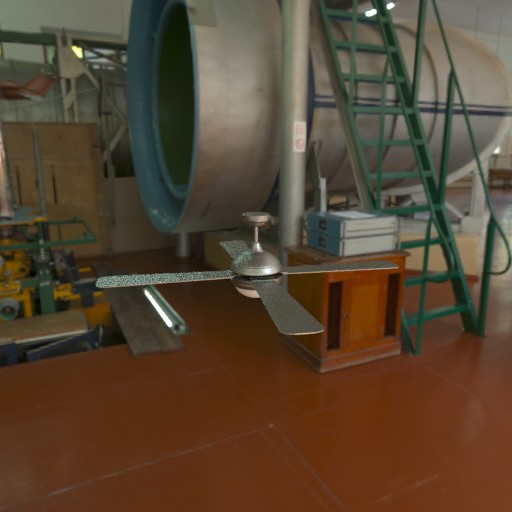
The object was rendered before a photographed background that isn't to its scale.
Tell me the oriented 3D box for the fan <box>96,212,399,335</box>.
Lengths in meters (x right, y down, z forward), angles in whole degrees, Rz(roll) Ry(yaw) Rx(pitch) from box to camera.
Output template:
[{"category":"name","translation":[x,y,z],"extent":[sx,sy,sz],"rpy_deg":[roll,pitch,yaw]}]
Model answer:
[{"category":"fan","translation":[0.000,0.000,2.001],"extent":[1.321,0.381,1.321],"rpy_deg":[2,14,8]}]
